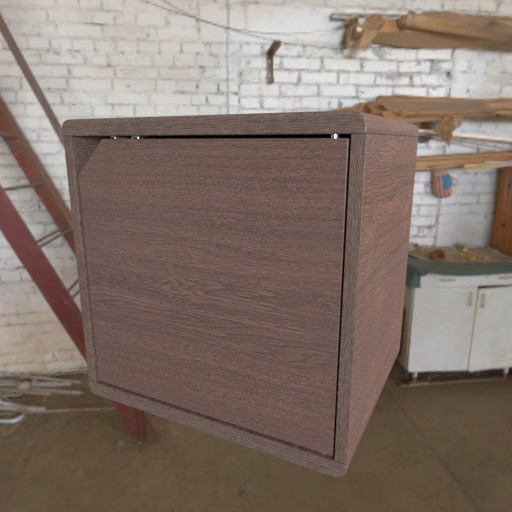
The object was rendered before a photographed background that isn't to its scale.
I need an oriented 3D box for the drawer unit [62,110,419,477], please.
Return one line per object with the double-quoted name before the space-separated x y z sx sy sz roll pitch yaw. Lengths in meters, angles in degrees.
"drawer unit" 0.000 0.000 0.588 0.344 0.344 0.290 7 16 26
